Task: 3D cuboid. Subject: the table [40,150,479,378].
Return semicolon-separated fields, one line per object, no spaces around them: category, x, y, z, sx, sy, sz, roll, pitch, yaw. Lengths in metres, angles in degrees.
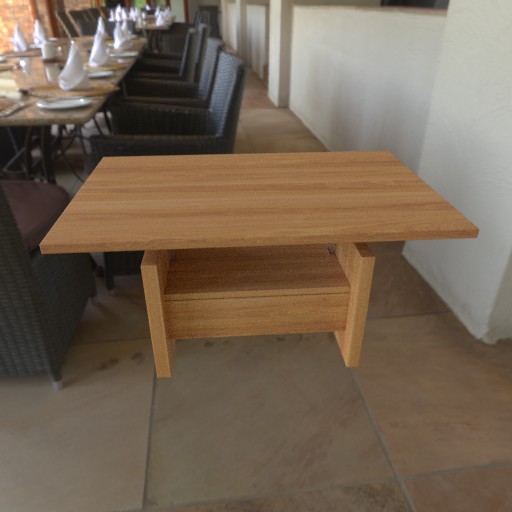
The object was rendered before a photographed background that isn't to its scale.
table;0.000;0.000;1.532;1.100;0.510;0.700;-2;30;-4
